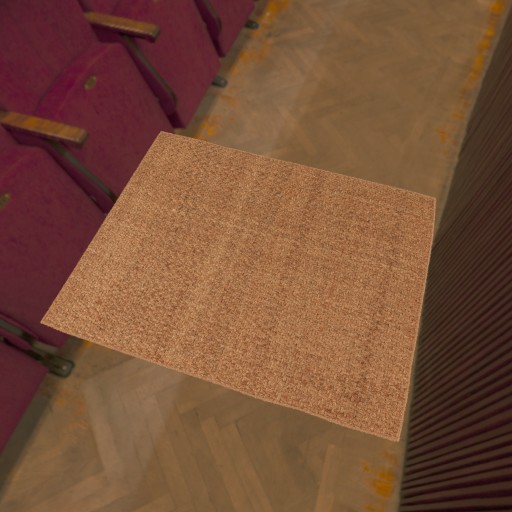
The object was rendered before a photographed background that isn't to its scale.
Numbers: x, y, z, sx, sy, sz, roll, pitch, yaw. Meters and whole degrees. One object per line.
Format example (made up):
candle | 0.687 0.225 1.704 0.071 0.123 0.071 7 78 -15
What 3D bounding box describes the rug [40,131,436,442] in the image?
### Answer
rug | 0.000 0.000 4.083 3.048 0.013 2.439 16 60 9
